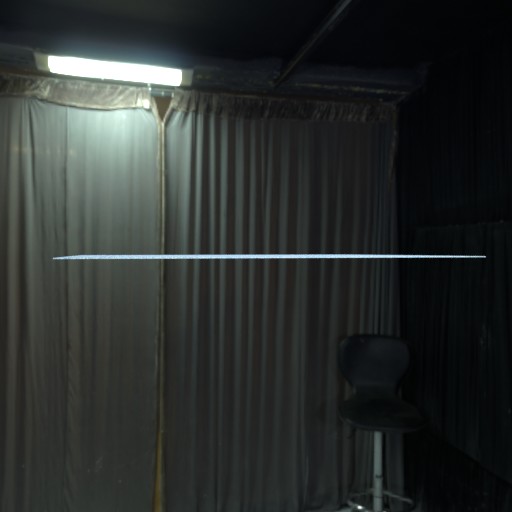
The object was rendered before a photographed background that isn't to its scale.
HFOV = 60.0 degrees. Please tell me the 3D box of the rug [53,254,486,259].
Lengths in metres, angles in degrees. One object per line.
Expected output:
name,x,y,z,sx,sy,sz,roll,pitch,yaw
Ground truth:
rug,0.000,0.000,3.749,2.895,0.006,1.982,0,1,-17
